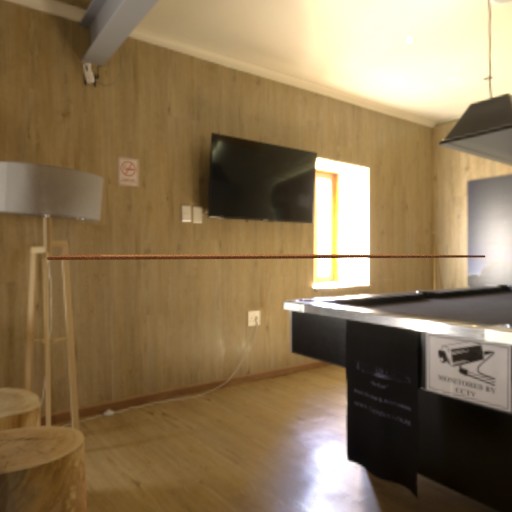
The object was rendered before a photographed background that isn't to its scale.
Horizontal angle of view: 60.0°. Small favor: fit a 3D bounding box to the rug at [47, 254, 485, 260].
[{"bbox_3d":[0.000,0.000,3.000,2.438,0.014,1.524,0,1,-20],"label":"rug"}]
